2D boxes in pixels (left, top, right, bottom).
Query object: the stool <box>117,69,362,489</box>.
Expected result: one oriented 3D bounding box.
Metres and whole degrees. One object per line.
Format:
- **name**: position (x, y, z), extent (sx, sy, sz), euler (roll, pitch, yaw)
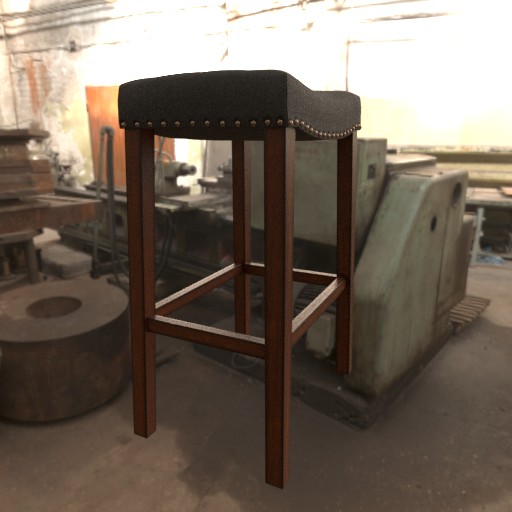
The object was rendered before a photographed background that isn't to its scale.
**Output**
- **stool**: position (0.000, 0.000, 1.040), extent (0.366, 0.760, 0.502), euler (7, 17, 26)
